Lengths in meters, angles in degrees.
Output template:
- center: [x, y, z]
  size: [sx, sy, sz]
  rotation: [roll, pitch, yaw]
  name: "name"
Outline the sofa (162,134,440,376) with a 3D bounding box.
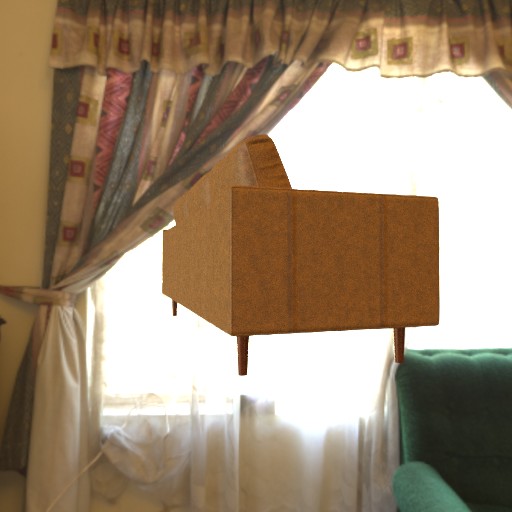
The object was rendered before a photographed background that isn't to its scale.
- center: [0.000, 0.000, 2.710]
  size: [0.903, 0.930, 2.231]
  rotation: [0, -1, -18]
  name: "sofa"
